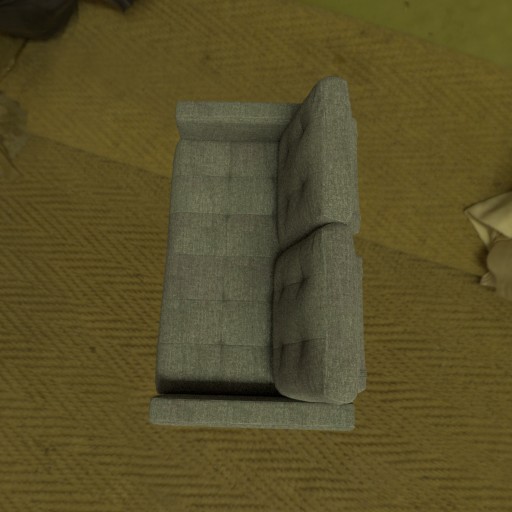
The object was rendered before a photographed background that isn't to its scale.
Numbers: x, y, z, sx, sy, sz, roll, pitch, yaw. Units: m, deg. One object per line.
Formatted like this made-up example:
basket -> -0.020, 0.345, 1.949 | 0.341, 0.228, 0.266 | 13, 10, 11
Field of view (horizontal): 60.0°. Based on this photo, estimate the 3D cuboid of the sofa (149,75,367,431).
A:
sofa -> 0.000, 0.000, 1.958 | 0.842, 0.907, 1.407 | 2, 74, 0
